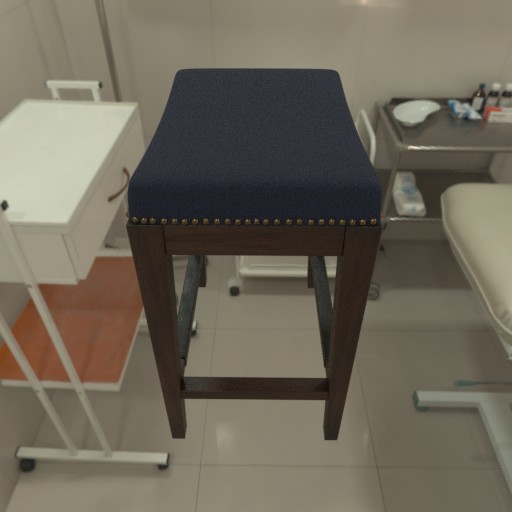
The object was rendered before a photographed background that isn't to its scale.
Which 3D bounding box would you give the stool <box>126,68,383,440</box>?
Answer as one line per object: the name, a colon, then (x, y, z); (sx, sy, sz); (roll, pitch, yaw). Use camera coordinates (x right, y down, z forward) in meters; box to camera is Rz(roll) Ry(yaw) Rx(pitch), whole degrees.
stool: (0.000, 0.000, 0.952); (0.361, 0.642, 0.500); (0, 41, 0)
